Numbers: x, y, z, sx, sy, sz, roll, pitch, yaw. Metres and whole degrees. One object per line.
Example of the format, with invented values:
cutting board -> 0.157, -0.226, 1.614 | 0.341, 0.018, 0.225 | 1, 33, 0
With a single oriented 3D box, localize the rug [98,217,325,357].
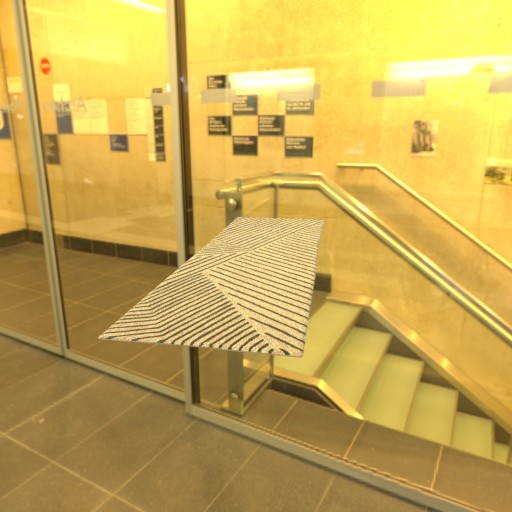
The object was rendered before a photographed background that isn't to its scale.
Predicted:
rug -> 0.000, 0.000, 2.754 | 0.773, 0.020, 2.439 | 3, 16, 10
